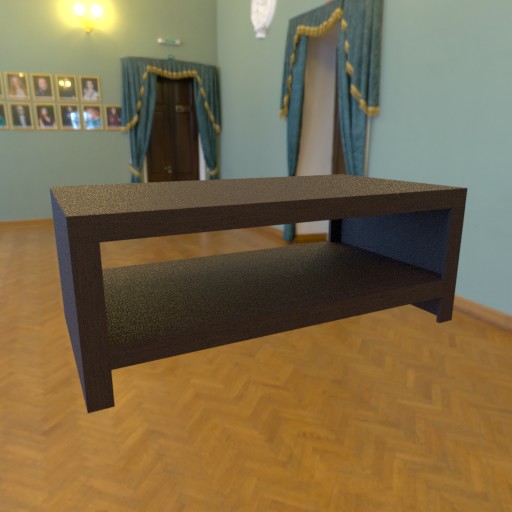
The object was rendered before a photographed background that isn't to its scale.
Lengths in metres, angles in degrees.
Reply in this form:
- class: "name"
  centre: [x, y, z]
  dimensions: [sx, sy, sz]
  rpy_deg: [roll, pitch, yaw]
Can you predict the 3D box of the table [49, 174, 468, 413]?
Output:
- class: "table"
  centre: [0.000, 0.000, 1.380]
  dimensions: [1.099, 0.424, 0.597]
  rpy_deg: [-7, 17, -26]
